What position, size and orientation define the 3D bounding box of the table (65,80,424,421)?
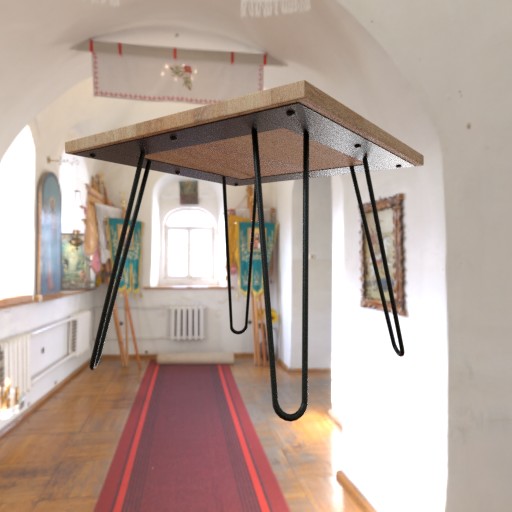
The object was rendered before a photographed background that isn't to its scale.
[{"bbox_3d":[0.000,0.000,1.037,0.599,0.500,0.599,0,1,36],"label":"table"}]
